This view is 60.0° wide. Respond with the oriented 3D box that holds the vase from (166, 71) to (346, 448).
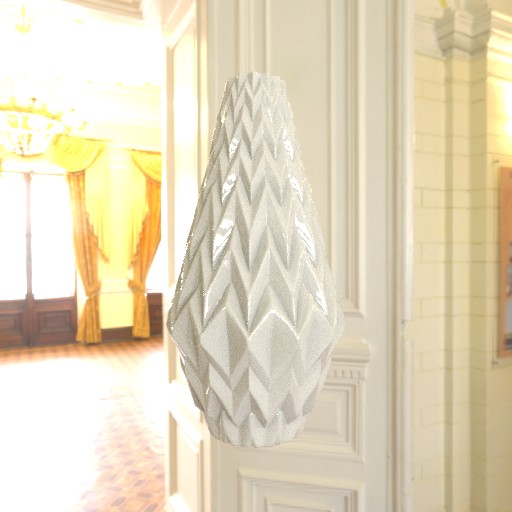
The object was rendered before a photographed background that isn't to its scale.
[{"bbox_3d":[0.000,0.000,0.422,0.167,0.328,0.167,0,1,0],"label":"vase"}]
